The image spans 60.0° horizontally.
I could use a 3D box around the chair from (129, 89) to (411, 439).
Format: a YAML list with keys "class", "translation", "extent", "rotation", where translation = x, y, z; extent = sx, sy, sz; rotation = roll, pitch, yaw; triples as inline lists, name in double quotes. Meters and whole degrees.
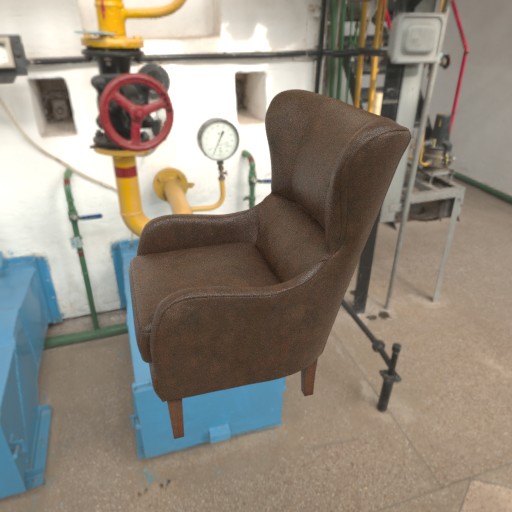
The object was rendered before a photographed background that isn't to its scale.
- class: "chair"
  translation: [0.000, 0.000, 1.620]
  extent: [0.914, 1.048, 0.692]
  rotation: [-8, 30, -15]
